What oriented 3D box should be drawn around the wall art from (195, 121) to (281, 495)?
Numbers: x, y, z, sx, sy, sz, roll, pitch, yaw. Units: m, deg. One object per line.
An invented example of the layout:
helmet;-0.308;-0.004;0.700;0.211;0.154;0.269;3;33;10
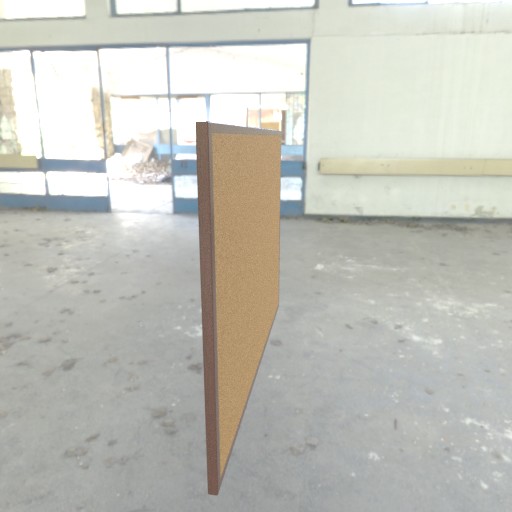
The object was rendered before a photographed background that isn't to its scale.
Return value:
wall art;0.000;0.000;0.819;0.014;0.455;0.660;3;15;9
